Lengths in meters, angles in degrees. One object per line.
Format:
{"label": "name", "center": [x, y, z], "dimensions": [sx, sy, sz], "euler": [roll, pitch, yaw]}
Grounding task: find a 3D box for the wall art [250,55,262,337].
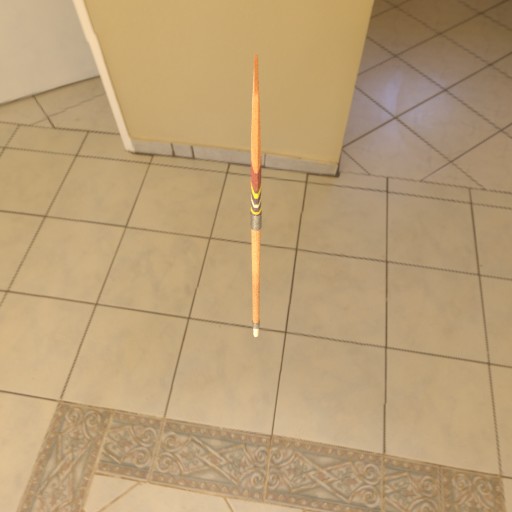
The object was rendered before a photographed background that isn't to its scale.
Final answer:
{"label": "wall art", "center": [0.000, 0.000, 1.646], "dimensions": [0.038, 1.556, 0.146], "euler": [0, 58, 0]}
